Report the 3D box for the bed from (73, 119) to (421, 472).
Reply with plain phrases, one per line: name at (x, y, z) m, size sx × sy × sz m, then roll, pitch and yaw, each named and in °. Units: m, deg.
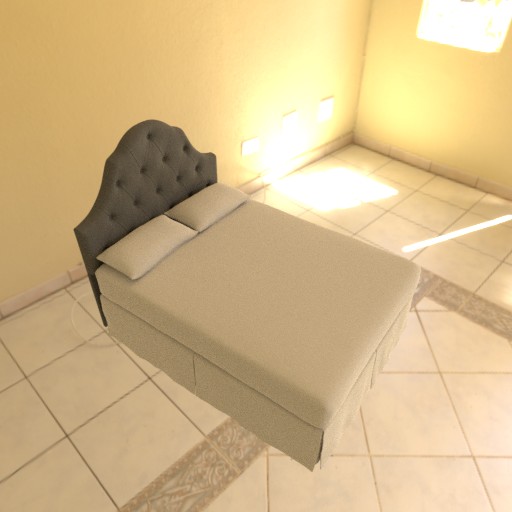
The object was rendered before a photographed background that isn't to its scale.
bed at (0.000, 0.000, 3.335) m, size 2.155 × 1.575 × 1.636 m, roll 24°, pitch 45°, yaw 27°
